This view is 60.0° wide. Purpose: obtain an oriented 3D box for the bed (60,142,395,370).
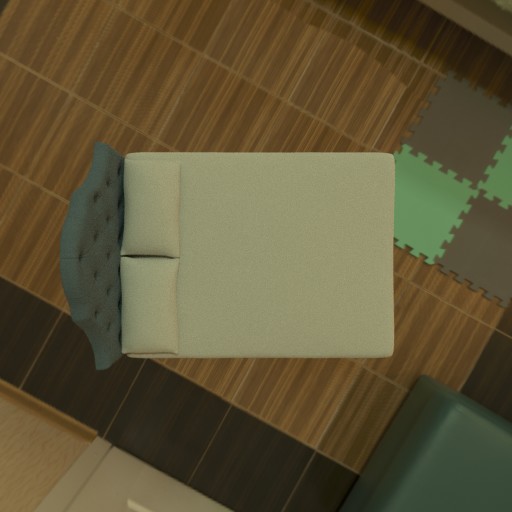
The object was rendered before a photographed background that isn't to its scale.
[{"bbox_3d":[0.000,0.000,3.204,2.155,1.575,1.636,0,91,0],"label":"bed"}]
